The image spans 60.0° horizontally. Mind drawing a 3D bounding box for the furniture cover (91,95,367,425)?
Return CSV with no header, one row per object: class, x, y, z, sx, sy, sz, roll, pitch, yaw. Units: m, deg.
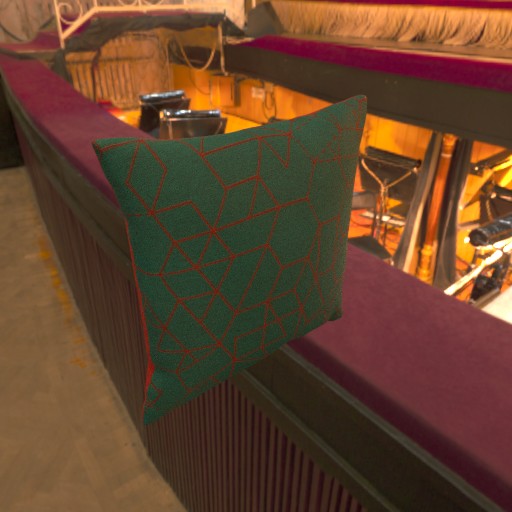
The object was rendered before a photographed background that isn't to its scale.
furniture cover,0.000,0.000,0.803,0.517,0.508,0.158,-22,36,-33
